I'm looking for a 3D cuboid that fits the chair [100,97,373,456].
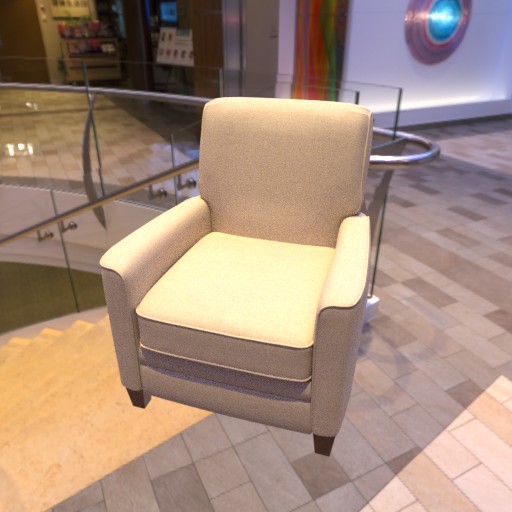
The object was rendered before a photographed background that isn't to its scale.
[{"bbox_3d":[0.000,0.000,1.662,0.841,1.023,0.858,8,29,15],"label":"chair"}]
